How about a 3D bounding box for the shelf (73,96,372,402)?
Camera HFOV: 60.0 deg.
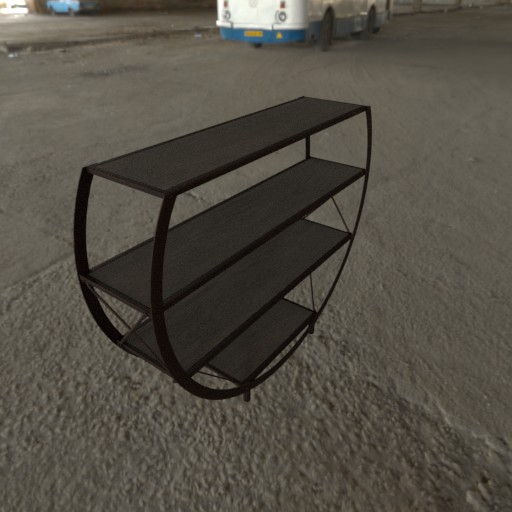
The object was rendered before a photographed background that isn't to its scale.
[{"bbox_3d":[0.000,0.000,1.876,0.344,1.063,1.403,21,37,31],"label":"shelf"}]
